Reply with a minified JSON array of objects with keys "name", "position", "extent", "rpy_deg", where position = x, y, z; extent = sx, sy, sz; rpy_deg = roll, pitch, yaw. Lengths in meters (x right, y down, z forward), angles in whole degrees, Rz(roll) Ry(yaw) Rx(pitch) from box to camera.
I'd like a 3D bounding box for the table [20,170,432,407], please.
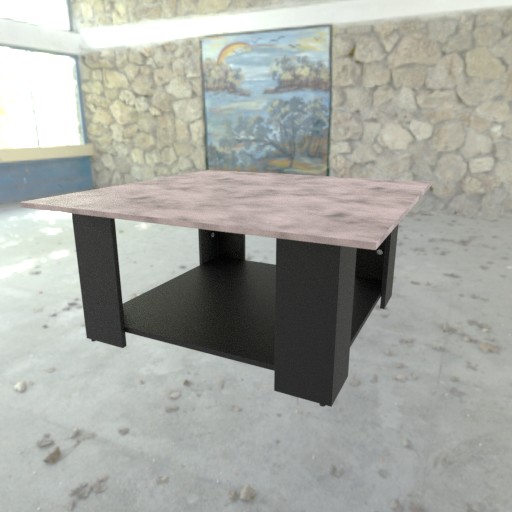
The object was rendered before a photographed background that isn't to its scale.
[{"name":"table","position":[0.000,0.000,1.031],"extent":[0.670,0.305,0.670],"rpy_deg":[8,19,25]}]
